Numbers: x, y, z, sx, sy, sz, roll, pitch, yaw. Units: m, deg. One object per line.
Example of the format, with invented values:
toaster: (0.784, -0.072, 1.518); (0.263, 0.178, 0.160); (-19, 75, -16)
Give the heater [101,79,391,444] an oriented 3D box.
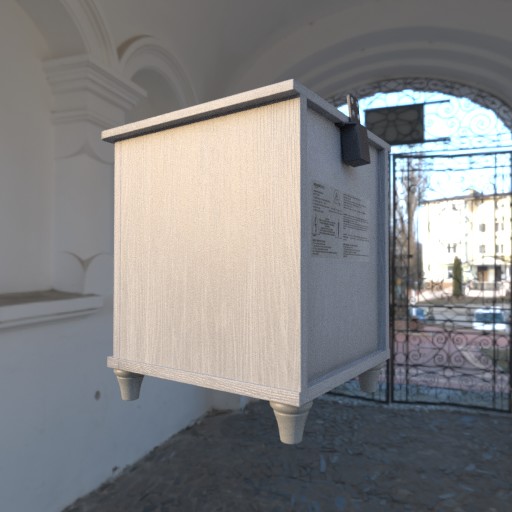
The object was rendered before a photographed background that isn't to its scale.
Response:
heater: (0.000, 0.000, 0.771); (0.400, 0.481, 0.362); (-1, -1, 35)
